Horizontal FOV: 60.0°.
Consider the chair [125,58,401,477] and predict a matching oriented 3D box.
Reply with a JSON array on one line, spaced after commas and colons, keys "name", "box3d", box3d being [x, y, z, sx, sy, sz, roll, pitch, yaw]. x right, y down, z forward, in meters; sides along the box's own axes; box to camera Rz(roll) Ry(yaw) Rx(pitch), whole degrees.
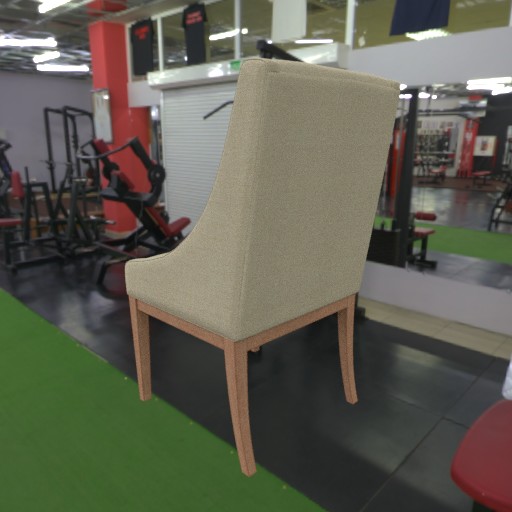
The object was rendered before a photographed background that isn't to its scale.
[{"name": "chair", "box3d": [0.000, 0.000, 1.368, 0.575, 1.021, 0.611, -14, 20, -42]}]
